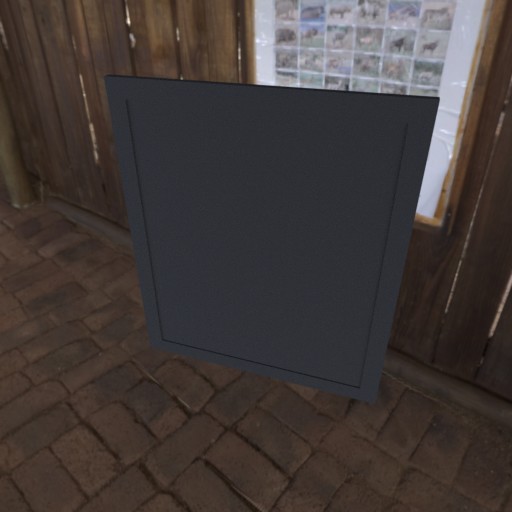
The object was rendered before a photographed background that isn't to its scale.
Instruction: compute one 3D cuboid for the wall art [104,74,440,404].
[{"bbox_3d":[0.000,0.000,0.494,0.311,0.361,0.010,10,34,15],"label":"wall art"}]
